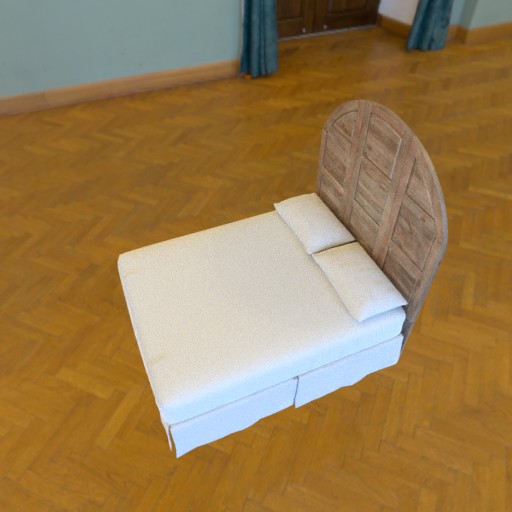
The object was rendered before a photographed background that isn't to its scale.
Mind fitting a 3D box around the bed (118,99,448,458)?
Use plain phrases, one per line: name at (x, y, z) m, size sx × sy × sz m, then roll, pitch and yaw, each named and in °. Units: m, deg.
bed at (0.000, 0.000, 3.477) m, size 2.112 × 2.002 × 1.713 m, roll -17°, pitch 48°, yaw -16°
